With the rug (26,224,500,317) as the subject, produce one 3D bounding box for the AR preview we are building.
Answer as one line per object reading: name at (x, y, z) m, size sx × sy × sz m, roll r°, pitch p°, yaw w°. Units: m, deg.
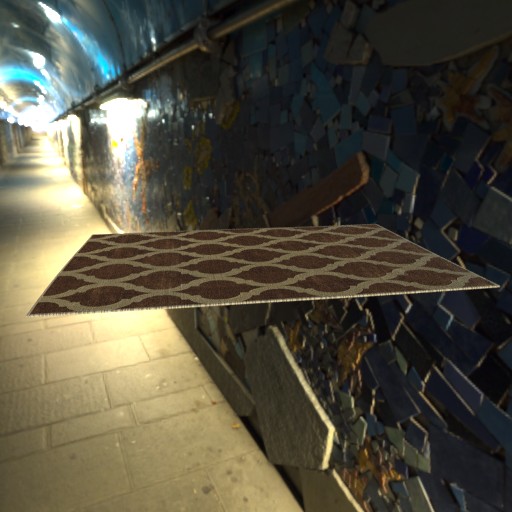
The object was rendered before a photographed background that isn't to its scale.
rug at (0.000, 0.000, 2.801) m, size 2.284 × 0.008 × 1.522 m, roll -3°, pitch 17°, yaw -9°
